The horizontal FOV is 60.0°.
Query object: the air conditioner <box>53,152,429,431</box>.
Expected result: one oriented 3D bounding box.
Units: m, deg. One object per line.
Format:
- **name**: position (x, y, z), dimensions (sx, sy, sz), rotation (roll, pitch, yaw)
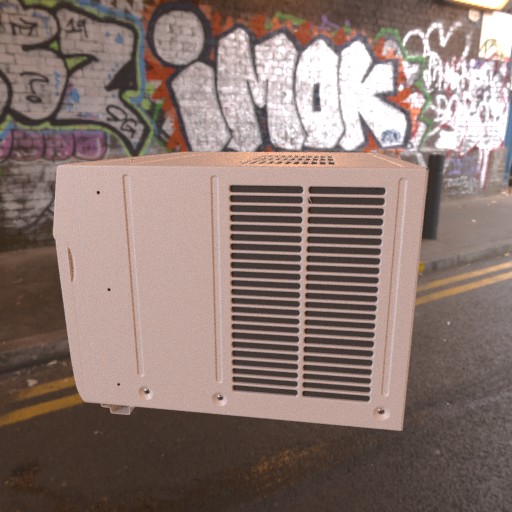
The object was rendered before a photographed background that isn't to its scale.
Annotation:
- **air conditioner**: position (0.000, 0.000, 1.039), dimensions (0.599, 0.455, 0.645), rotation (2, 15, 8)
